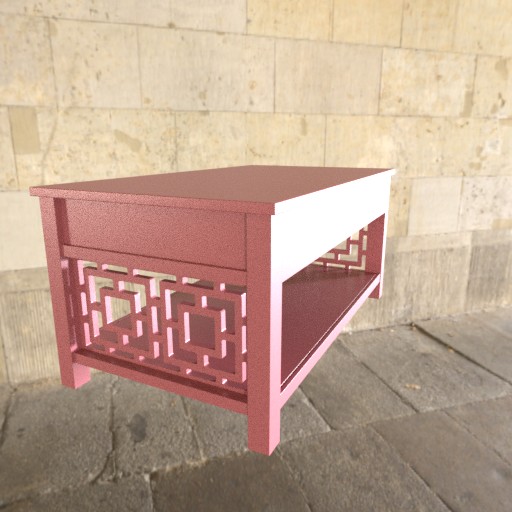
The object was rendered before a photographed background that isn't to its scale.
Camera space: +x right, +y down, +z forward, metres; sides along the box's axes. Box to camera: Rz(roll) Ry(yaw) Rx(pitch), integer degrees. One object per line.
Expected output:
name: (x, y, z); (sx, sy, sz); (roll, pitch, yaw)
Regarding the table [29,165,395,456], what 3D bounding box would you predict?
table: (0.000, 0.000, 1.376); (0.612, 0.493, 1.068); (7, 16, 26)
